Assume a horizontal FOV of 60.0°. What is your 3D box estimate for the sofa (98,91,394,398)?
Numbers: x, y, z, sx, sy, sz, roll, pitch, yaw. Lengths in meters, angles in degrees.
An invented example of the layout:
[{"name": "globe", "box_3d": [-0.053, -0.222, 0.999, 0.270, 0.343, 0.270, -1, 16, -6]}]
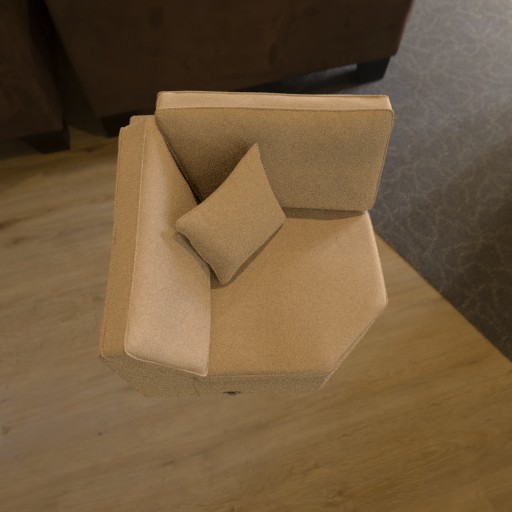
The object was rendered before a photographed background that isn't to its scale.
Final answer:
[{"name": "sofa", "box_3d": [0.000, 0.000, 1.860, 1.042, 0.937, 1.050, -1, 63, 0]}]
